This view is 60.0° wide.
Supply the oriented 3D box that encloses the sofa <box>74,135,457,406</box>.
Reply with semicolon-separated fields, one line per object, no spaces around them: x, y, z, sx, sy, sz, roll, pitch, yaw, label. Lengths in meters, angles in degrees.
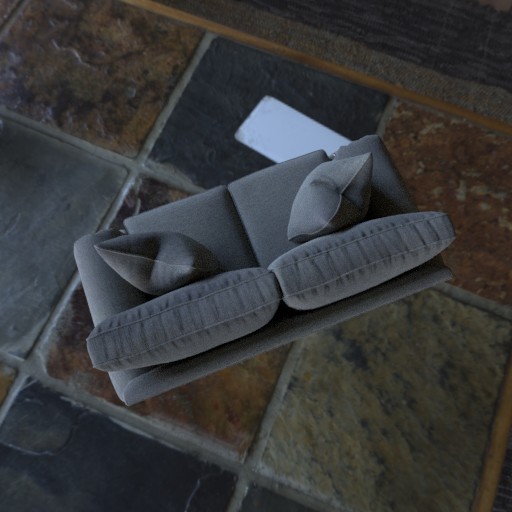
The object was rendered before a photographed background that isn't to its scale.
0.000;0.000;2.297;1.701;0.966;0.966;-20;76;-5;sofa
